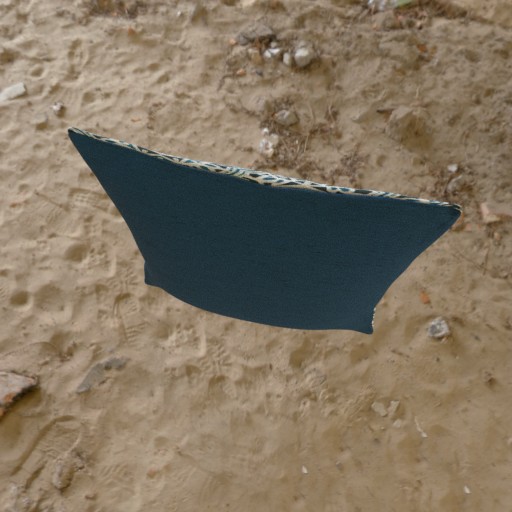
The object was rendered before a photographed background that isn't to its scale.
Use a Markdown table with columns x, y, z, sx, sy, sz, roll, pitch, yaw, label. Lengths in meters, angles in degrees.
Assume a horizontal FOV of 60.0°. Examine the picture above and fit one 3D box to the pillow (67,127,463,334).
| x | y | z | sx | sy | sz | roll | pitch | yaw | label |
| --- | --- | --- | --- | --- | --- | --- | --- | --- | --- |
| 0.000 | 0.000 | 0.654 | 0.440 | 0.420 | 0.145 | 12 | 64 | 6 | pillow |
